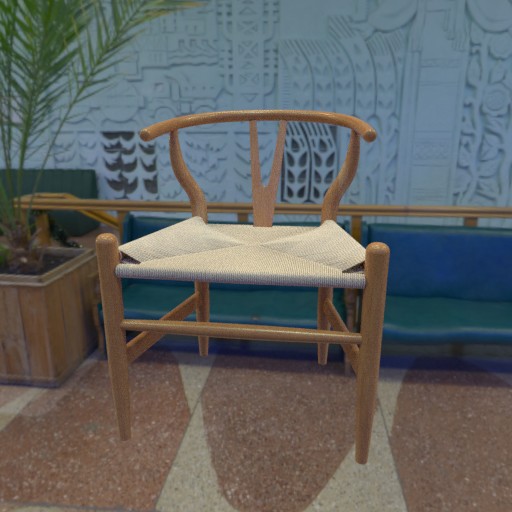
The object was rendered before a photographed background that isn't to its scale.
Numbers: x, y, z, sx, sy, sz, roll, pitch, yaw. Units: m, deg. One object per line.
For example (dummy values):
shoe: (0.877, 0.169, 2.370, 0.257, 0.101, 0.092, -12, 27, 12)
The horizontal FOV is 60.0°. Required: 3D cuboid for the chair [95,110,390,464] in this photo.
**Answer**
chair: (0.000, 0.000, 1.130, 0.569, 0.730, 0.579, 2, 16, 8)
